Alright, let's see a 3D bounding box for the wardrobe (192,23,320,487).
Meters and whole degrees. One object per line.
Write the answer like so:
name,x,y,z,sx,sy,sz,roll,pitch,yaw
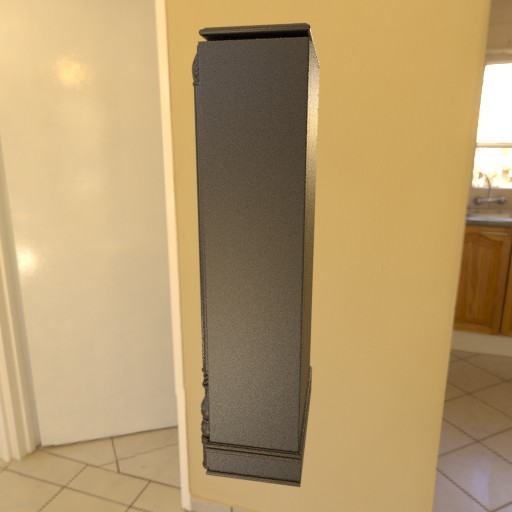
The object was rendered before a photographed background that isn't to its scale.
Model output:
wardrobe,0.000,0.000,1.169,0.295,1.011,0.444,2,14,10
